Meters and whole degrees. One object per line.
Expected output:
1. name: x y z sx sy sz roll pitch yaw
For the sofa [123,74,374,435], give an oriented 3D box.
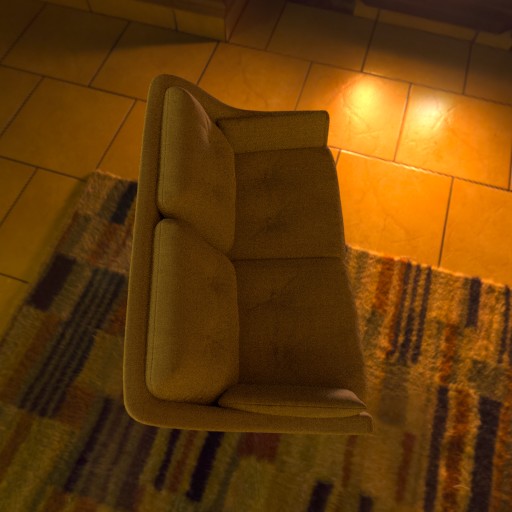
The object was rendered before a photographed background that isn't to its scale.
1. sofa: 0.000 0.000 2.146 0.965 0.888 1.652 -2 64 -1
